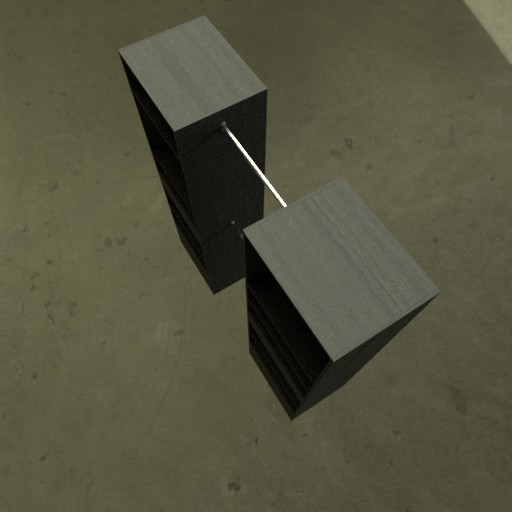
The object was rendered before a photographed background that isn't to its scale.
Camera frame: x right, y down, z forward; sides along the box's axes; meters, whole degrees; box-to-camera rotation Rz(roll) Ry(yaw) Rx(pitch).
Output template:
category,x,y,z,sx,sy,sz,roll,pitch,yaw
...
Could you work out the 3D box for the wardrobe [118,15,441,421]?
category,x,y,z,sx,sy,sz,roll,pitch,yaw
wardrobe,0.000,0.000,2.774,0.480,2.000,1.770,-29,68,-13
